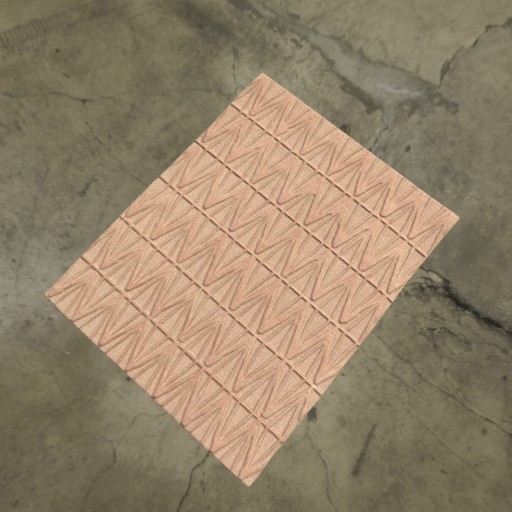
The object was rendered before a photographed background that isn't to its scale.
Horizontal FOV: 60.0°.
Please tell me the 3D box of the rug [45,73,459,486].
[{"bbox_3d":[0.000,0.000,4.081,2.453,0.043,3.052,40,79,9],"label":"rug"}]
